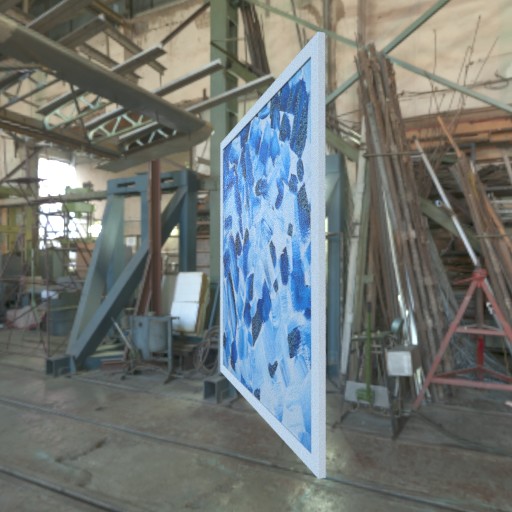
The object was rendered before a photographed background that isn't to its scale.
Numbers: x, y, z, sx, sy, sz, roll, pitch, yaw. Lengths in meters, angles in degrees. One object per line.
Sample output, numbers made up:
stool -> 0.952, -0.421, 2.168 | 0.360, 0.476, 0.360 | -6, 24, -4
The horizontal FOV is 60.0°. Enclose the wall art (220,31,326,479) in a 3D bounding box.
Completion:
wall art -> 0.000, 0.000, 1.195 | 0.015, 0.812, 0.812 | 0, -1, -17
